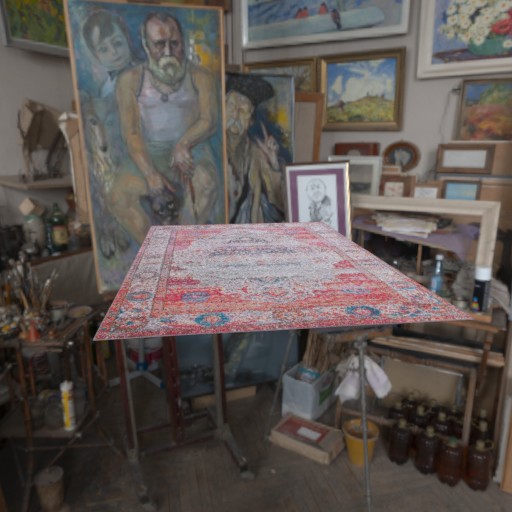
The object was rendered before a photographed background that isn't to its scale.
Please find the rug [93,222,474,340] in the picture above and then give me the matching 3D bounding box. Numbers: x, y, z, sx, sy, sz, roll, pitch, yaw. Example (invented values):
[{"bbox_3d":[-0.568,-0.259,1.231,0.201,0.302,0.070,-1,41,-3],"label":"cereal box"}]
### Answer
[{"bbox_3d":[0.000,0.000,2.264,1.219,0.006,1.829,-2,15,-7],"label":"rug"}]
